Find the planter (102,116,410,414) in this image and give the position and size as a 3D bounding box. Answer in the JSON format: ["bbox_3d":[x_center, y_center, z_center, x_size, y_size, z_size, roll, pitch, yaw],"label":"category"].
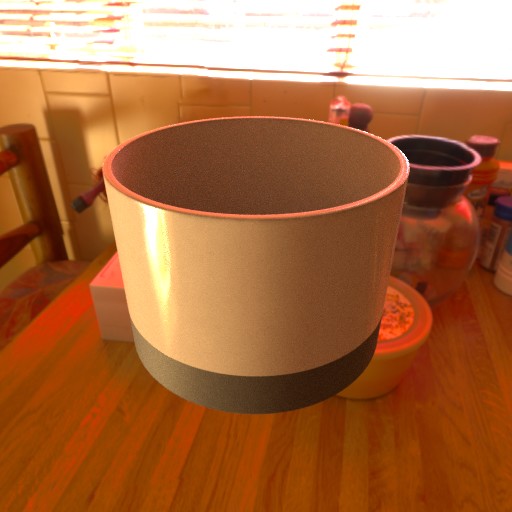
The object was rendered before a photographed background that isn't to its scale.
[{"bbox_3d":[0.000,0.000,0.220,0.128,0.105,0.128,0,31,0],"label":"planter"}]
